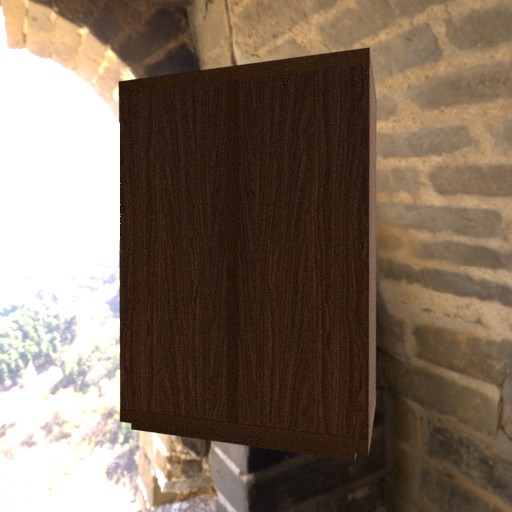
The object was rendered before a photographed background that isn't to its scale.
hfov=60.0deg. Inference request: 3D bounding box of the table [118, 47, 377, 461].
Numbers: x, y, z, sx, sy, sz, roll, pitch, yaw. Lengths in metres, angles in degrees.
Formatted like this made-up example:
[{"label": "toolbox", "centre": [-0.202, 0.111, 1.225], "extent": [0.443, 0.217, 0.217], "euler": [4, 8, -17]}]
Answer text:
[{"label": "table", "centre": [0.000, 0.000, 1.756], "extent": [0.901, 1.294, 0.524], "euler": [0, 1, 18]}]
